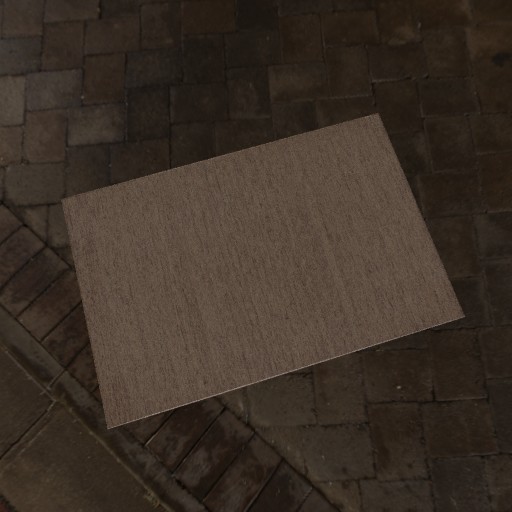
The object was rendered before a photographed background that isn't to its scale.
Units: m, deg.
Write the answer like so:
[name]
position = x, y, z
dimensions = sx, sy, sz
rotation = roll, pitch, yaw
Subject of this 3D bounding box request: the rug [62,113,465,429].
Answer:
[rug]
position = 0.000, 0.000, 2.332
dimensions = 1.840, 0.013, 1.225
rotation = -16, 75, -4
